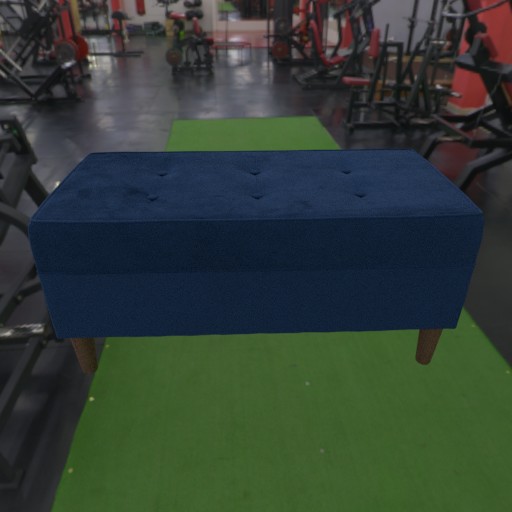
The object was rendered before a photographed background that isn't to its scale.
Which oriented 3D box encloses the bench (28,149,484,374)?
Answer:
[{"bbox_3d":[0.000,0.000,1.258,1.010,0.467,0.489,-1,31,-2],"label":"bench"}]
